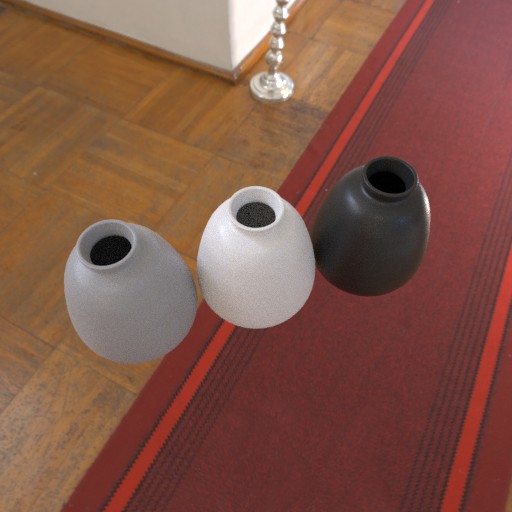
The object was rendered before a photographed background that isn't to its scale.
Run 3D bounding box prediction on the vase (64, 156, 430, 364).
[{"bbox_3d":[0.000,0.000,0.351,0.297,0.122,0.097,-14,58,-9],"label":"vase"}]
